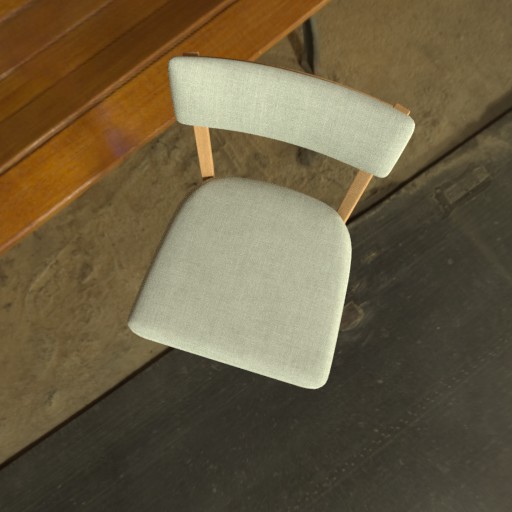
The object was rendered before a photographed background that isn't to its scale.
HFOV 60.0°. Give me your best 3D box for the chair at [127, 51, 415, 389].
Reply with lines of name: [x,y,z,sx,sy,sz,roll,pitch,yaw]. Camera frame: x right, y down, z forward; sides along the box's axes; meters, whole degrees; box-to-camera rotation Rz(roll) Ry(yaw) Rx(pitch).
chair: [0.000,0.000,1.170,0.508,0.832,0.572,16,76,4]
